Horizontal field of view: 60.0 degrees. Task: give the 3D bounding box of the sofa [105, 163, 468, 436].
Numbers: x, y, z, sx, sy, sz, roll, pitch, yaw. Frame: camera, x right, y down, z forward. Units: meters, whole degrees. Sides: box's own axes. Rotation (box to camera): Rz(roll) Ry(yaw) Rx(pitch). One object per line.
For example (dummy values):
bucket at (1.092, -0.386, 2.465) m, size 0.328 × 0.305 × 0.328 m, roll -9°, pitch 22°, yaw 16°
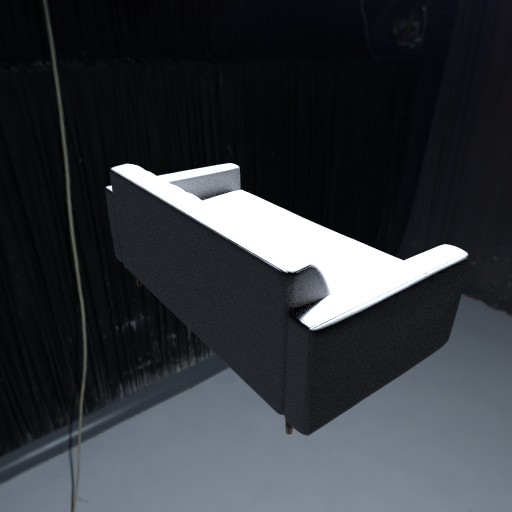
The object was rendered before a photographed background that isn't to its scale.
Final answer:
sofa at (0.000, 0.000, 2.442) m, size 0.969 × 0.814 × 1.895 m, roll -19°, pitch 32°, yaw -32°
